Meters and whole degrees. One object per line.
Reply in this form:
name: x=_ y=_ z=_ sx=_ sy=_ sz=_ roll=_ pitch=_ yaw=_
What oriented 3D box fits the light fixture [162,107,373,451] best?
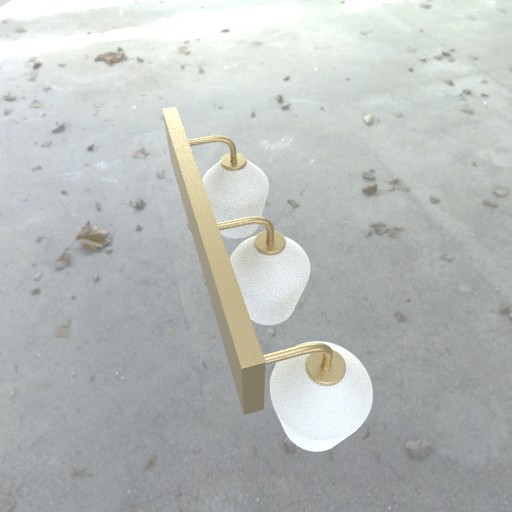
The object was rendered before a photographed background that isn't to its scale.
light fixture: x=0.000 y=0.000 z=0.738 sx=0.190 sy=0.280 sz=0.609 roll=-12 pitch=48 yaw=-11
